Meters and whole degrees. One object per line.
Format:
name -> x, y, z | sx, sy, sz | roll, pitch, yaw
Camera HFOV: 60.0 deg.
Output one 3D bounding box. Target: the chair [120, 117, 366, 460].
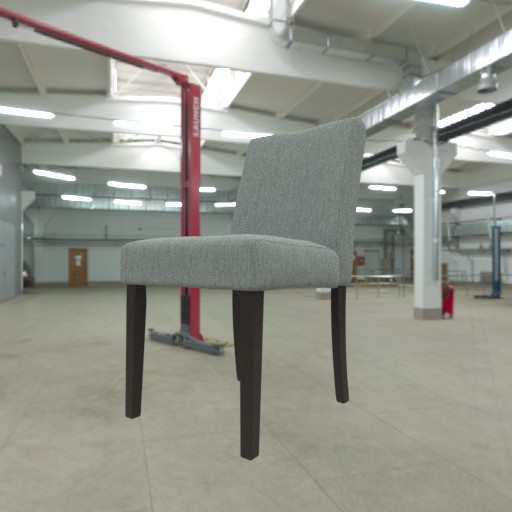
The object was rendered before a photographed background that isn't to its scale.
chair -> 0.000, 0.000, 1.320 | 0.487, 0.884, 0.629 | 0, -1, 37
